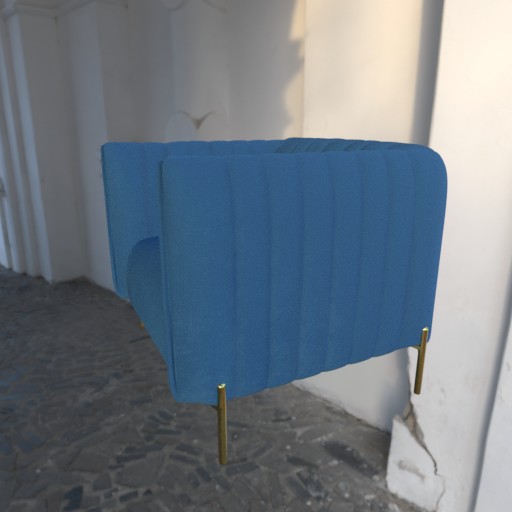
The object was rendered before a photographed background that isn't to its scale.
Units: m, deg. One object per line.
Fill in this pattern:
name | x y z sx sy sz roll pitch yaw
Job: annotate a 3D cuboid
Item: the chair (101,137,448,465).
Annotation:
chair | 0.000 0.000 1.566 0.877 0.793 0.947 -8 19 -26
